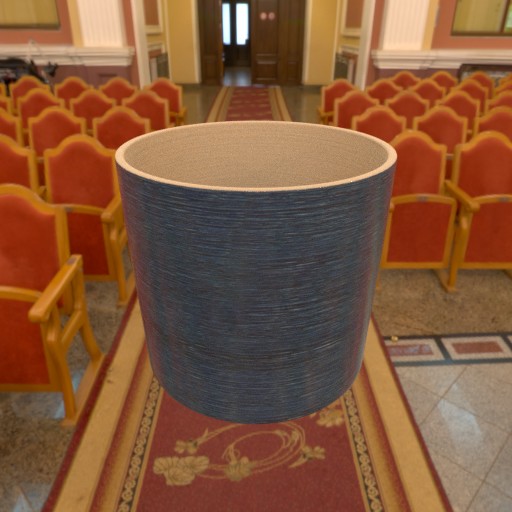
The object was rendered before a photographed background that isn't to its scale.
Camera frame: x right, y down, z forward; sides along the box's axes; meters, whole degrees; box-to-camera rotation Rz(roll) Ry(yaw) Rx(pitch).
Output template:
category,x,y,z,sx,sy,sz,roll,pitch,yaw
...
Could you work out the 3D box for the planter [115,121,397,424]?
category,x,y,z,sx,sy,sz,roll,pitch,yaw
planter,0.000,0.000,0.407,0.221,0.201,0.221,0,27,0
